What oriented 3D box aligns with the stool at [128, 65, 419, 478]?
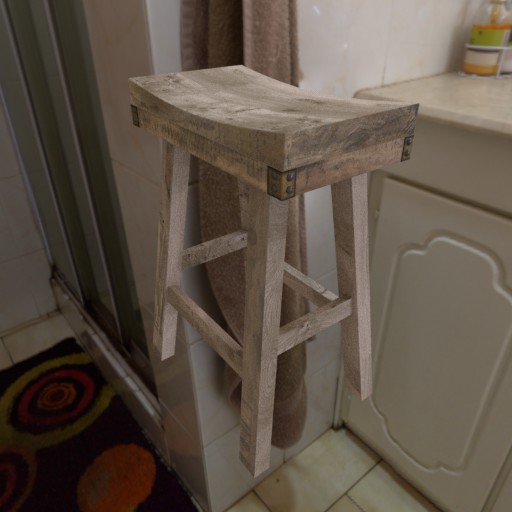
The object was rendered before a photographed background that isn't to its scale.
[{"bbox_3d":[0.000,0.000,0.884,0.330,0.635,0.450,-22,38,-31],"label":"stool"}]
